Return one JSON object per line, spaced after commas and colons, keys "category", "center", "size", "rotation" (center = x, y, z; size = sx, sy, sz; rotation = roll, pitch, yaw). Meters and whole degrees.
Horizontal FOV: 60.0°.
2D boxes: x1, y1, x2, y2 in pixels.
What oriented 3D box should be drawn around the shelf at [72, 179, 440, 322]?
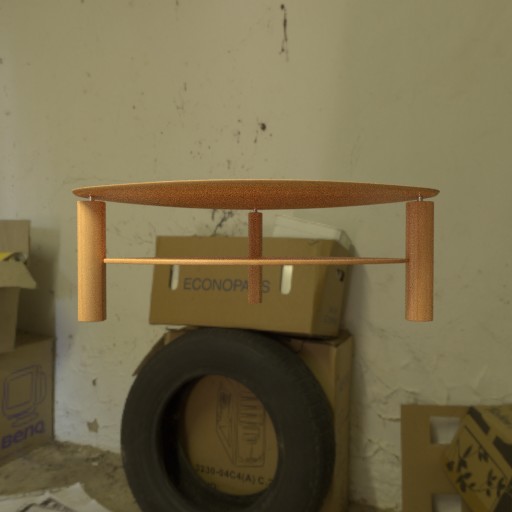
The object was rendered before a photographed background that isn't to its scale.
{"category": "shelf", "center": [0.000, 0.000, 1.647], "size": [1.246, 0.440, 0.845], "rotation": [0, 1, 0]}
